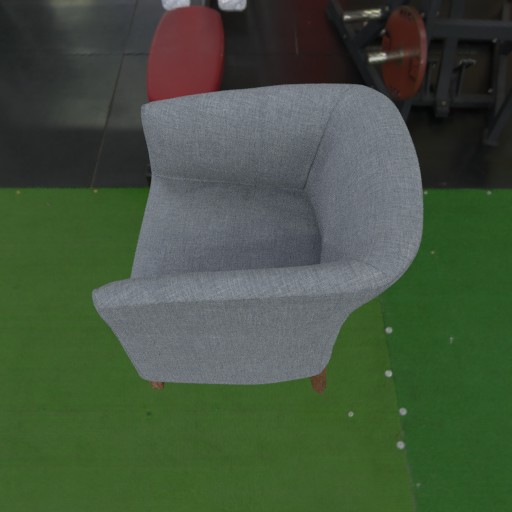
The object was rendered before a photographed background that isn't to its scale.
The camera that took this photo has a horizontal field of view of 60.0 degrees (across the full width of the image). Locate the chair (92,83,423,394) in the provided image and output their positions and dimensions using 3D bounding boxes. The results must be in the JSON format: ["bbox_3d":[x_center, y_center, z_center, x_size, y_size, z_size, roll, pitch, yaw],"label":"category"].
[{"bbox_3d":[0.000,0.000,1.232,0.668,0.771,0.600,2,58,1],"label":"chair"}]
